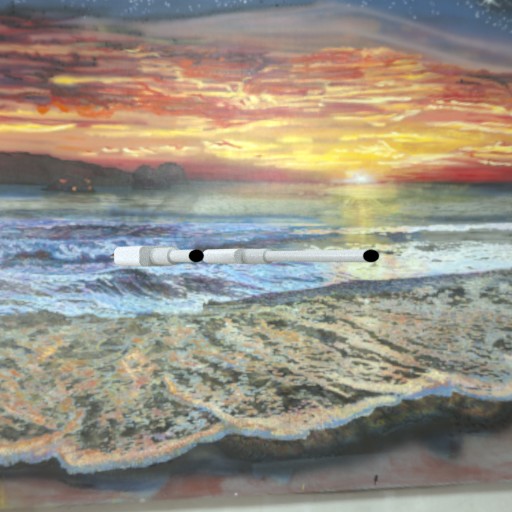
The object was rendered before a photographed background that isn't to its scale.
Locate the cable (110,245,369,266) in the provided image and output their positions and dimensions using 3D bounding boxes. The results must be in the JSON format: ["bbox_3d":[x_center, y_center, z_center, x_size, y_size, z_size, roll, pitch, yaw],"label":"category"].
[{"bbox_3d":[0.000,0.000,0.109,0.040,0.006,0.098,0,0,-37],"label":"cable"}]
